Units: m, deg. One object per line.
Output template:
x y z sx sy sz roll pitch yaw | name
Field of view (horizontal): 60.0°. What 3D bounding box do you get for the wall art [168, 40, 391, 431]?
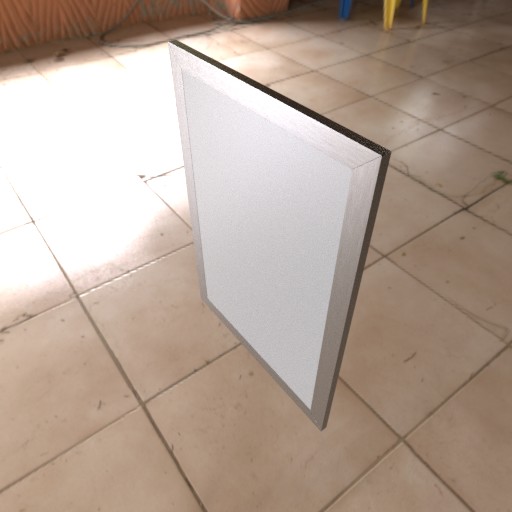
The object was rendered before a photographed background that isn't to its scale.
0.000 0.000 0.679 0.013 0.529 0.376 -28 50 -26 | wall art
